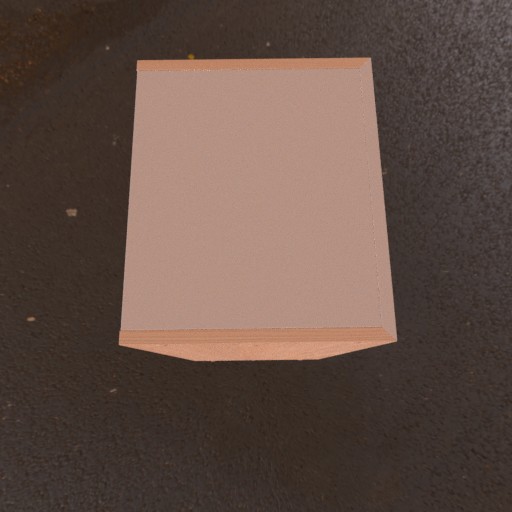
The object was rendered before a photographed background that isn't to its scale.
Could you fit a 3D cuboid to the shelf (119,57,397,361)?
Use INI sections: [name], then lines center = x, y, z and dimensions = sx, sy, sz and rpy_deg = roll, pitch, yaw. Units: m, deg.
[shelf]
center = 0.000, 0.000, 0.795
dimensions = 0.290, 0.600, 0.350
rpy_deg = -1, 75, 0
